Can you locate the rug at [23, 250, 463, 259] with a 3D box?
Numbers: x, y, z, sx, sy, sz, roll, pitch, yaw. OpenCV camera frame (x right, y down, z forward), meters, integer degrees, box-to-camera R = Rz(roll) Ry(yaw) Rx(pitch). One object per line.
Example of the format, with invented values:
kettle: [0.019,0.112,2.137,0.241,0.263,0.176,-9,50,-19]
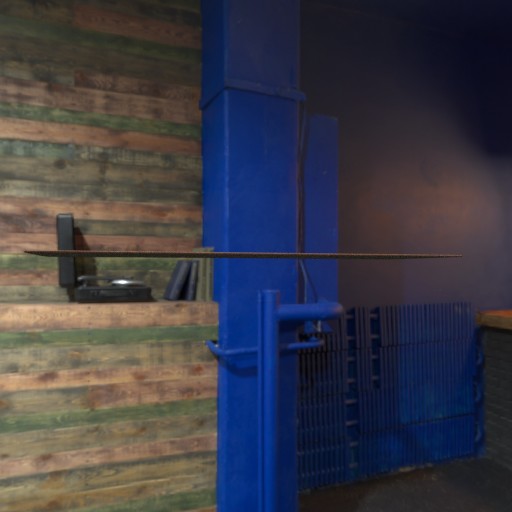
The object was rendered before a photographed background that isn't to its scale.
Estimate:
rug: [0.000,0.000,2.719,2.448,0.012,0.769,1,-2,-18]
